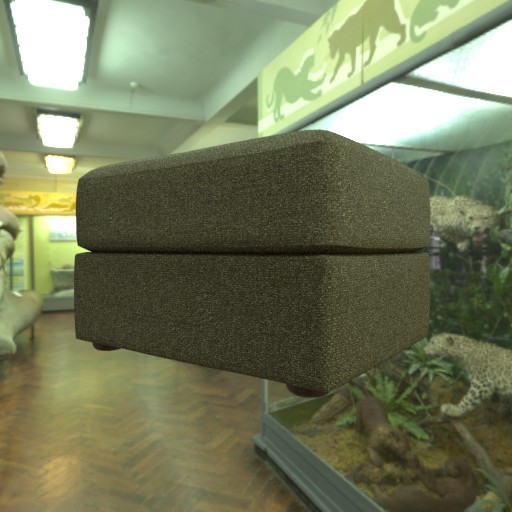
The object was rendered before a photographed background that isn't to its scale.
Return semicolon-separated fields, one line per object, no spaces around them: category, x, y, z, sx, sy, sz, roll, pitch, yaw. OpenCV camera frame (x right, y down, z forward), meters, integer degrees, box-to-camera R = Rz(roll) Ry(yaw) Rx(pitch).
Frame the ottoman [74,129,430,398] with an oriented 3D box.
ottoman;0.000;0.000;1.128;0.742;0.476;0.598;1;1;36
